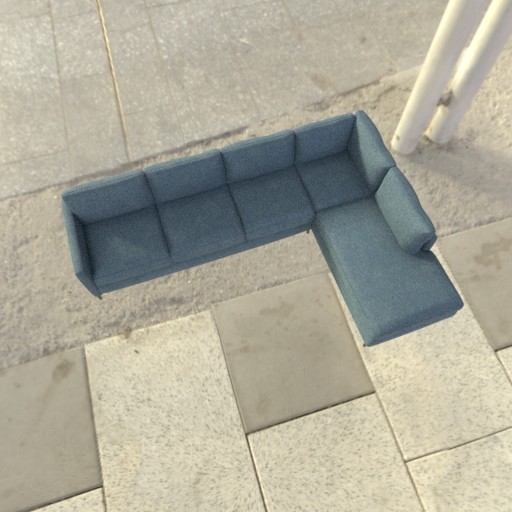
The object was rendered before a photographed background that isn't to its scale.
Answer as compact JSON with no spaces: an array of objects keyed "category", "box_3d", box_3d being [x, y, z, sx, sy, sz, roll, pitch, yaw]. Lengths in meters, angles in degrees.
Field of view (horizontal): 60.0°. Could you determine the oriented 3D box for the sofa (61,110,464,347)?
[{"category":"sofa","box_3d":[0.000,0.000,3.806,2.949,0.815,2.007,-17,65,-8]}]
